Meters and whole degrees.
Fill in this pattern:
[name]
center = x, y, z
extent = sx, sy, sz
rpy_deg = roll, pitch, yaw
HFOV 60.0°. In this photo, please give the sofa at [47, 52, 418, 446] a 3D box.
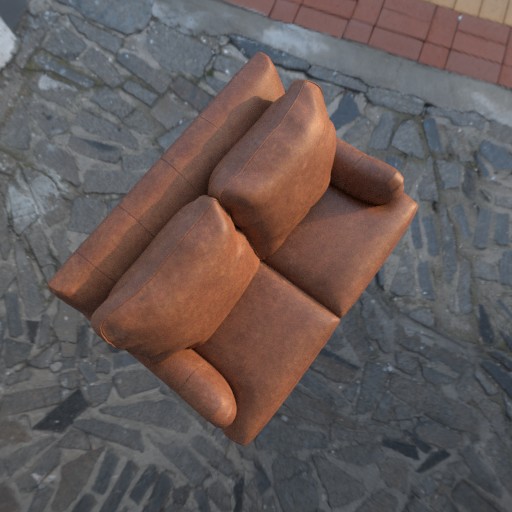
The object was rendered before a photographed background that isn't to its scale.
[sofa]
center = 0.000, 0.000, 2.241
extent = 1.077, 1.004, 1.527
rpy_deg = 37, 78, 9
